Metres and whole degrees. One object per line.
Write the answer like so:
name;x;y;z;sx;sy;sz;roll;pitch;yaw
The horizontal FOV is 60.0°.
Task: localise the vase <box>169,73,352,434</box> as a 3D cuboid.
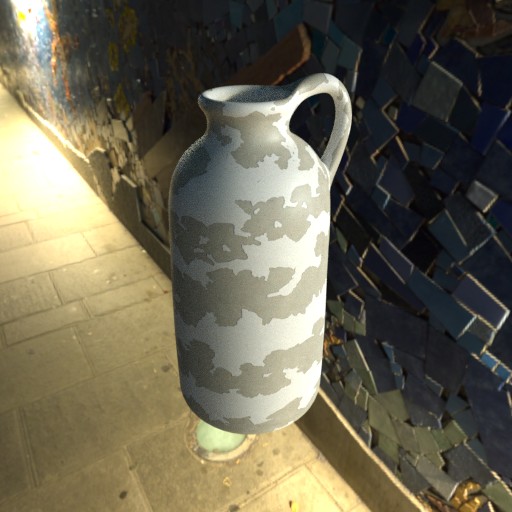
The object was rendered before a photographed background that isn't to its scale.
vase;0.000;0.000;0.503;0.203;0.382;0.186;-9;32;-15
